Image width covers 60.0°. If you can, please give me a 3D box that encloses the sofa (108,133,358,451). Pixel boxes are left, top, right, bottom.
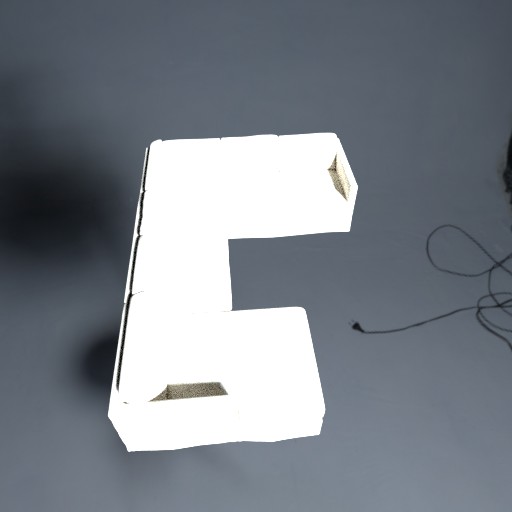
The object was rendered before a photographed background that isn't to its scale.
[{"bbox_3d":[0.000,0.000,4.555,2.448,0.882,3.464,-4,47,-4],"label":"sofa"}]
